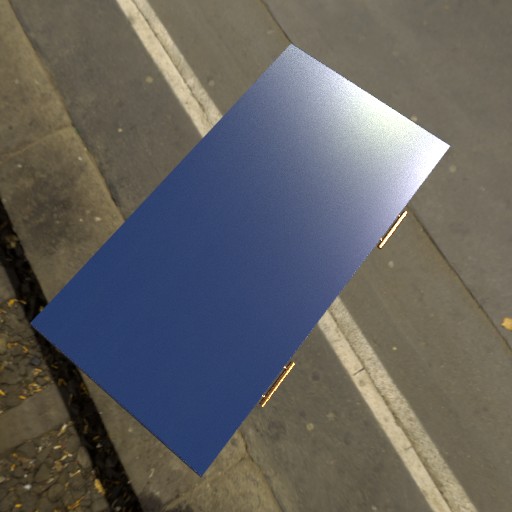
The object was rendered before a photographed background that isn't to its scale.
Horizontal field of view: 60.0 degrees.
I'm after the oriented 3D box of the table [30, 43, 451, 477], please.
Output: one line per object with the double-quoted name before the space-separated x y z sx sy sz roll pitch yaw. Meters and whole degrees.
"table" 0.000 0.000 1.369 0.572 0.457 1.067 37 77 10
